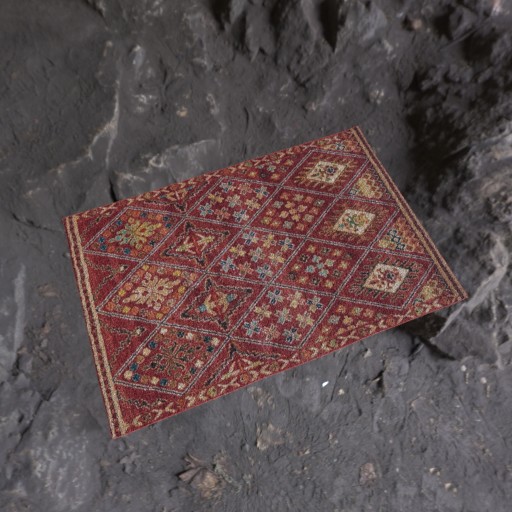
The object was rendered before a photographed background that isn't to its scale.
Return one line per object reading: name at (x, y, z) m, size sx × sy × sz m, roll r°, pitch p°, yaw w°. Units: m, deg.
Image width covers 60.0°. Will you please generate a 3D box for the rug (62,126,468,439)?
rug at (0.000, 0.000, 2.918) m, size 2.286 × 0.026 × 1.521 m, roll -19°, pitch 65°, yaw -10°
